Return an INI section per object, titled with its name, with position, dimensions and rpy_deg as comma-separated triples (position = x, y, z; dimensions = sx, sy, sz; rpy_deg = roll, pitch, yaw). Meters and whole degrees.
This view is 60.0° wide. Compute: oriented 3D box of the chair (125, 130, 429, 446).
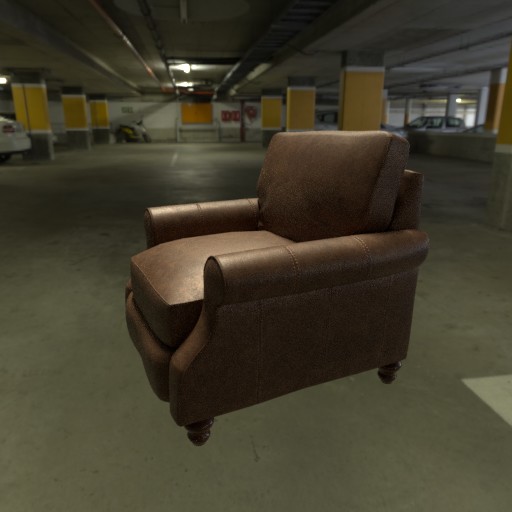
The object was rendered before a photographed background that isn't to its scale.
[chair]
position = 0.000, 0.000, 1.786
dimensions = 1.002, 0.976, 0.996
rpy_deg = -8, 19, -25
